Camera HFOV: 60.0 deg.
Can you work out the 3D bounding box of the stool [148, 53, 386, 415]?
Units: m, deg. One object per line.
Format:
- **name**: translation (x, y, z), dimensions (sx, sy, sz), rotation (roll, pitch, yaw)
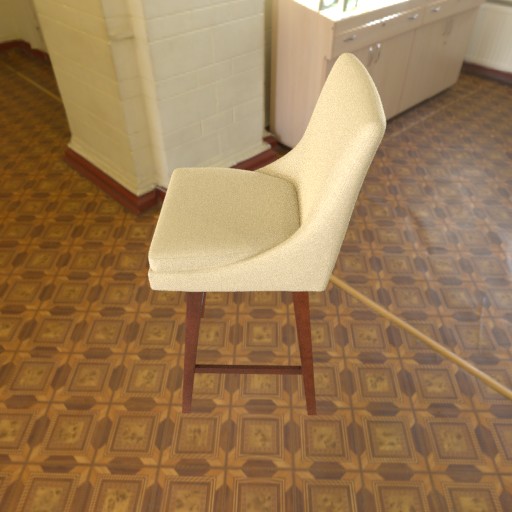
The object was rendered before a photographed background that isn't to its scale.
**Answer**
- **stool**: translation (0.000, 0.000, 1.387), dimensions (0.559, 1.097, 0.470), rotation (1, 42, 1)
